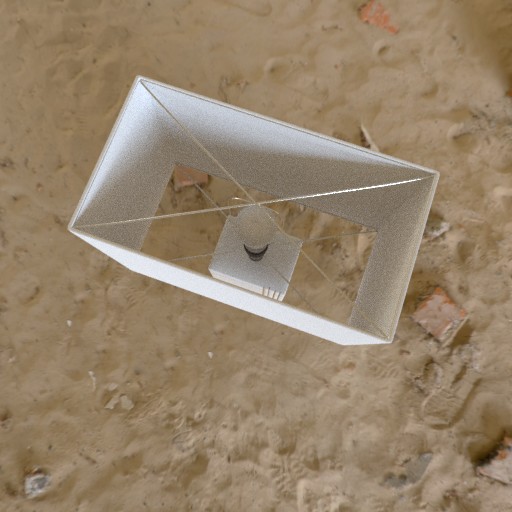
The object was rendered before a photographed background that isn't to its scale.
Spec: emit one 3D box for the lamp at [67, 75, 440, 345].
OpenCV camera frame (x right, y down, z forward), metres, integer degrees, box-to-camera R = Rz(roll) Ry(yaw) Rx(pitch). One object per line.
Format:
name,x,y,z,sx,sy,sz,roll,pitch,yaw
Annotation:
lamp,0.000,0.000,0.708,0.334,0.543,0.182,19,79,4
